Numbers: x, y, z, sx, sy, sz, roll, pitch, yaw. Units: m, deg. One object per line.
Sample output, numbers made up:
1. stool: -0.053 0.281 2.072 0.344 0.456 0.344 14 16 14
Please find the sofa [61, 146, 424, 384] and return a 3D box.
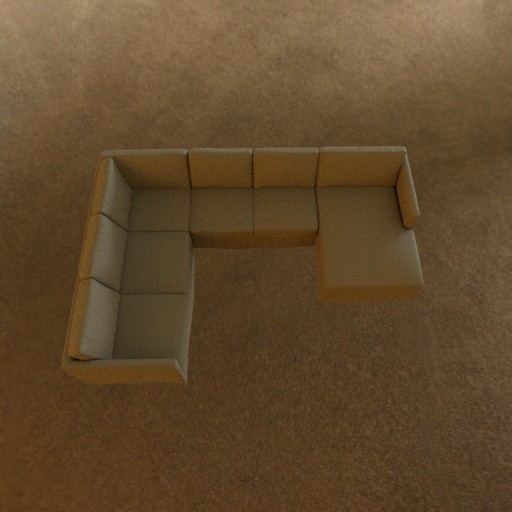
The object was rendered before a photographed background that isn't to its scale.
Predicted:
1. sofa: 0.000 0.000 4.635 3.460 0.882 2.427 -1 63 0
